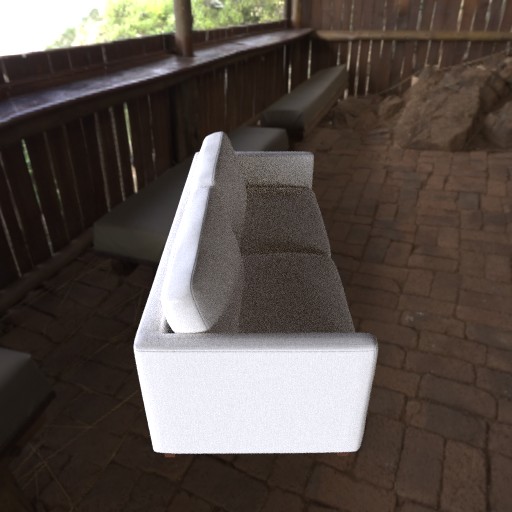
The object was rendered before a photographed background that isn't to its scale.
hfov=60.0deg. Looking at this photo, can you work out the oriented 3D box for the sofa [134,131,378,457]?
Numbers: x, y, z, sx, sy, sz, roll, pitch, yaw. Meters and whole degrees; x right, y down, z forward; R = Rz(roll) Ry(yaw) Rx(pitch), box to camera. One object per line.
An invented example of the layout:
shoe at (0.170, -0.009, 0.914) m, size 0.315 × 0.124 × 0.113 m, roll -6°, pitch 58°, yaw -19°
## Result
sofa at (0.000, 0.000, 2.610) m, size 0.924 × 0.933 × 2.139 m, roll 0°, pitch 32°, yaw 0°
